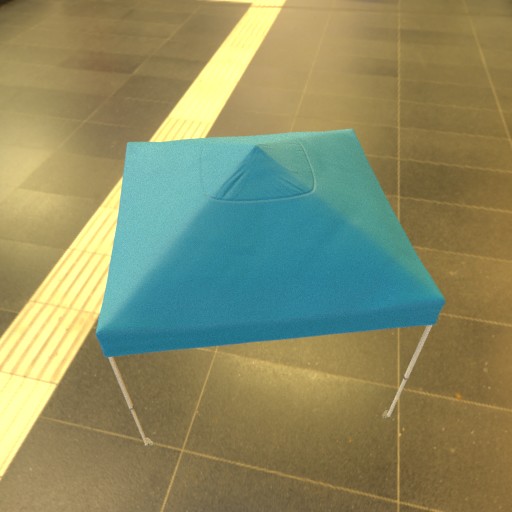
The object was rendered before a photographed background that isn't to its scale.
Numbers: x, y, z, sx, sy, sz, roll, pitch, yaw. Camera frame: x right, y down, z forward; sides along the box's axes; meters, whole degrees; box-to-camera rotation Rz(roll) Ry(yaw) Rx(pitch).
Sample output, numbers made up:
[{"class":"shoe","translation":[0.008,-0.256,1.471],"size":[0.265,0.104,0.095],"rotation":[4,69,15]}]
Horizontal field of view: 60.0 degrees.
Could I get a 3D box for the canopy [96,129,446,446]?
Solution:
[{"class":"canopy","translation":[0.000,0.000,5.280],"size":[2.996,2.997,2.998],"rotation":[-5,45,-5]}]
